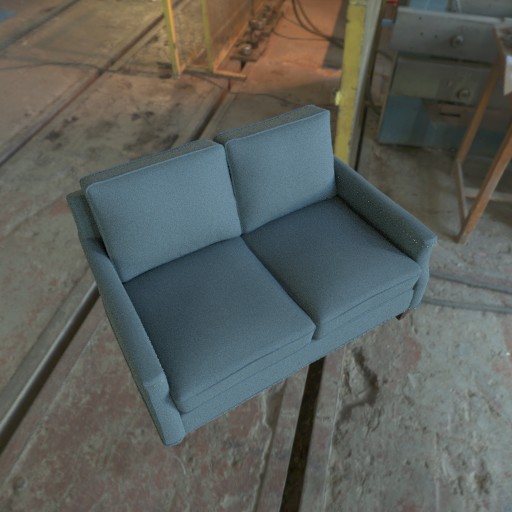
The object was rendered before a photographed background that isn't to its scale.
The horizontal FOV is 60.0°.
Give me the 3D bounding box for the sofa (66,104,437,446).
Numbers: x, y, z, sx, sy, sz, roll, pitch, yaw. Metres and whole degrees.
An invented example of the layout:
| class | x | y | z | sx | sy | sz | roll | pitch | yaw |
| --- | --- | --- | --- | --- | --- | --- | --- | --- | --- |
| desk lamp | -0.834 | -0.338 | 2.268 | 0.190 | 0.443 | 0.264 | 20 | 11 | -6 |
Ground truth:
| class | x | y | z | sx | sy | sz | roll | pitch | yaw |
| --- | --- | --- | --- | --- | --- | --- | --- | --- | --- |
| sofa | 0.000 | 0.000 | 2.328 | 1.597 | 1.003 | 1.084 | -24 | 51 | -20 |
